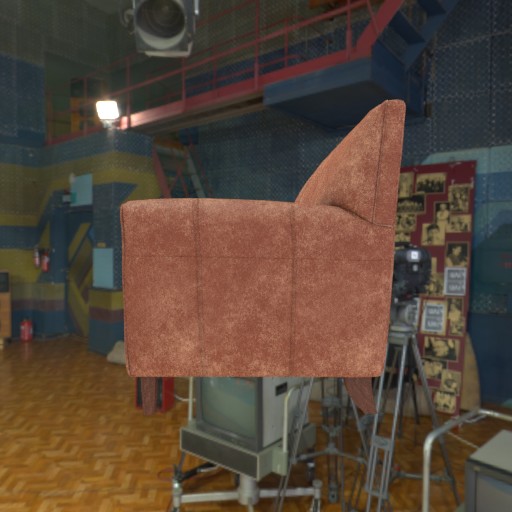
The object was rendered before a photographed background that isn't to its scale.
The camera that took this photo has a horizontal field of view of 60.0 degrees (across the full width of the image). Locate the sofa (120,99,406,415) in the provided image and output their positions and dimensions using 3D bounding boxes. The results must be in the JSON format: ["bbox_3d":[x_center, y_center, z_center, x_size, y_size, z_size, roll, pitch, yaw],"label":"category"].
[{"bbox_3d":[0.000,0.000,1.915,0.787,0.871,1.473,0,1,-1],"label":"sofa"}]
